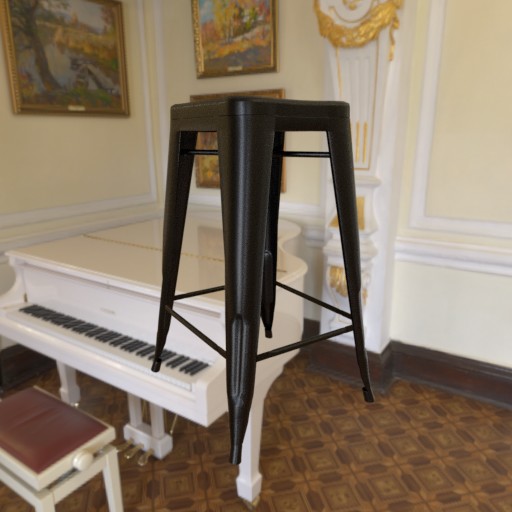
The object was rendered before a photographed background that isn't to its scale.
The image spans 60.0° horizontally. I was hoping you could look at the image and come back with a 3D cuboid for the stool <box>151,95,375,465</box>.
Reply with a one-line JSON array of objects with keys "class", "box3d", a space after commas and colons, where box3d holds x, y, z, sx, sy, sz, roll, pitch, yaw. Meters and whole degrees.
[{"class": "stool", "box3d": [0.000, 0.000, 0.933, 0.423, 0.609, 0.455, -15, 21, -43]}]
